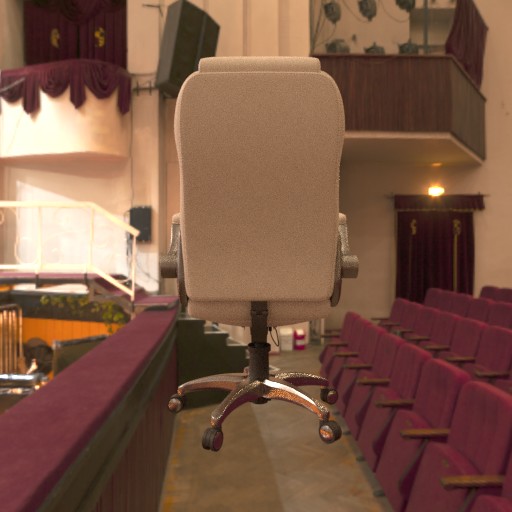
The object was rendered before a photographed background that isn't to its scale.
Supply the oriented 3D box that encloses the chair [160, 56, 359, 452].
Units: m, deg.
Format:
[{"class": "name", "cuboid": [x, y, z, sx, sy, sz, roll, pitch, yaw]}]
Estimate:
[{"class": "chair", "cuboid": [0.000, 0.000, 1.825, 0.755, 1.330, 0.806, 0, 0, 0]}]
